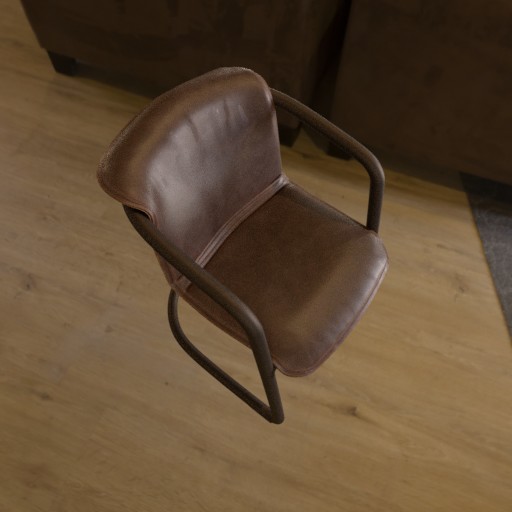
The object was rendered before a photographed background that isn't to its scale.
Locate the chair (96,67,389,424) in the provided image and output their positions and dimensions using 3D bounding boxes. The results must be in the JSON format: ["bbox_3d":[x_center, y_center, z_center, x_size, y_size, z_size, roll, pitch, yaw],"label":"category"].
[{"bbox_3d":[0.000,0.000,1.248,0.664,0.836,0.536,33,64,19],"label":"chair"}]
